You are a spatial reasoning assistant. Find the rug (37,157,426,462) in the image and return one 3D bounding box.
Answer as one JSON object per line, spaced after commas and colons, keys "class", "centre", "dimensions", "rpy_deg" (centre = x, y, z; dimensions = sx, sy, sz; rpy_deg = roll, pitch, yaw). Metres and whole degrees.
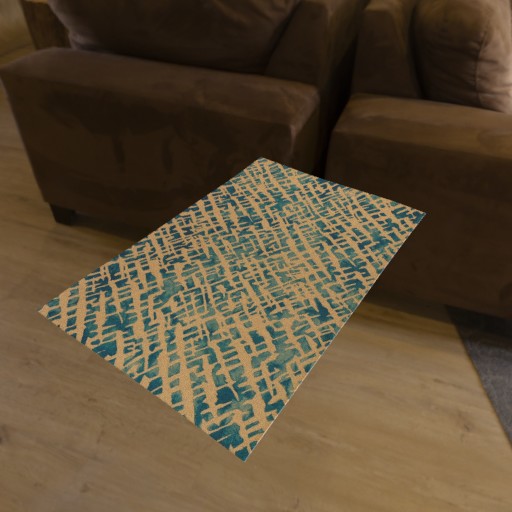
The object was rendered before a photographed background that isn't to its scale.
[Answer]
{"class": "rug", "centre": [0.000, 0.000, 2.368], "dimensions": [1.209, 0.011, 1.830], "rpy_deg": [25, 47, 26]}
